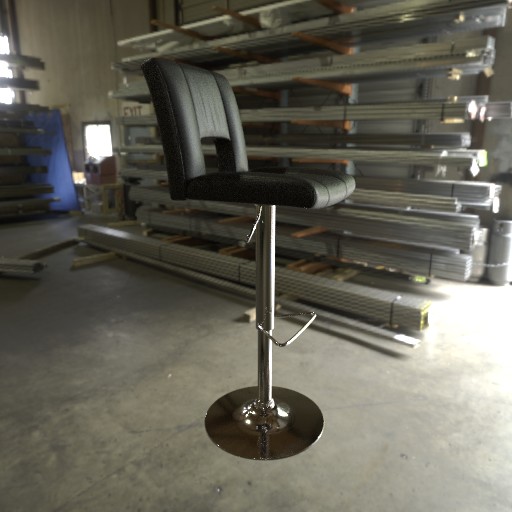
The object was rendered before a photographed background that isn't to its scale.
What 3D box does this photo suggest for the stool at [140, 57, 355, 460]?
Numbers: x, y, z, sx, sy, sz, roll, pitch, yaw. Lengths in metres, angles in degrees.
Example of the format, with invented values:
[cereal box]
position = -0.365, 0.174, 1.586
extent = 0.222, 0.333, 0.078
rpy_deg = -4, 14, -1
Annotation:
[stool]
position = 0.000, 0.000, 1.399
extent = 0.520, 1.151, 0.415
rpy_deg = 7, 16, 26
